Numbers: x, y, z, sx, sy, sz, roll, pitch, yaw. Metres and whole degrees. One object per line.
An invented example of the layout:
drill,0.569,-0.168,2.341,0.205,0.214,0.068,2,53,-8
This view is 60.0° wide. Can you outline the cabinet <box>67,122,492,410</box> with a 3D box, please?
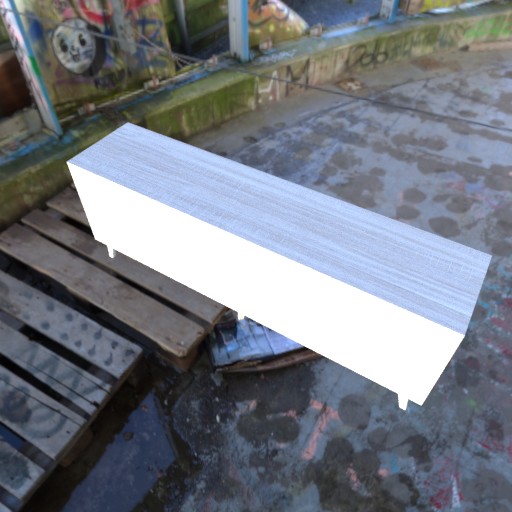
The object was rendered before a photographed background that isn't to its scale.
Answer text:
cabinet,0.000,0.000,2.537,2.200,0.780,0.500,24,51,21
